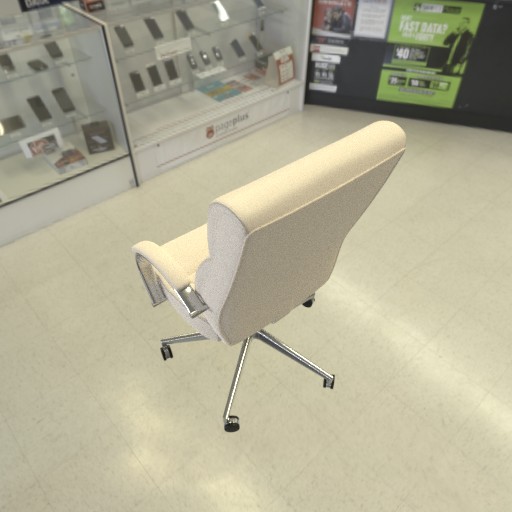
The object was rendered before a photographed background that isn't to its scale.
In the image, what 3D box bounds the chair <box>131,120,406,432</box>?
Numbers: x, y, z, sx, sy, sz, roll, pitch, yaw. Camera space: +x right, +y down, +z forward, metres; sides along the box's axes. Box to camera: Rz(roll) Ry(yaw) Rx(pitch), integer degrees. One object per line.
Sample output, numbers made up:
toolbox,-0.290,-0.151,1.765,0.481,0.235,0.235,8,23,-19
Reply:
chair,0.000,0.000,1.575,0.727,1.099,0.745,-30,52,-27
